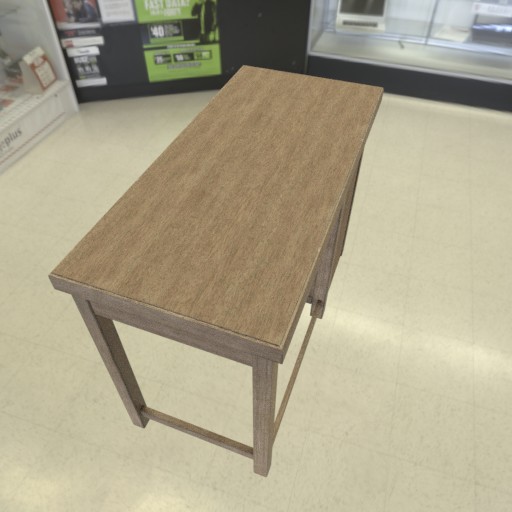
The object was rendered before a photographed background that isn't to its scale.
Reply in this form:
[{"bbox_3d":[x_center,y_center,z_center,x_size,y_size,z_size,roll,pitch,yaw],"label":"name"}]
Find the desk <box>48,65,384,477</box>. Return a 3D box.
[{"bbox_3d":[0.000,0.000,1.754,0.610,0.912,1.289,15,48,14],"label":"desk"}]
